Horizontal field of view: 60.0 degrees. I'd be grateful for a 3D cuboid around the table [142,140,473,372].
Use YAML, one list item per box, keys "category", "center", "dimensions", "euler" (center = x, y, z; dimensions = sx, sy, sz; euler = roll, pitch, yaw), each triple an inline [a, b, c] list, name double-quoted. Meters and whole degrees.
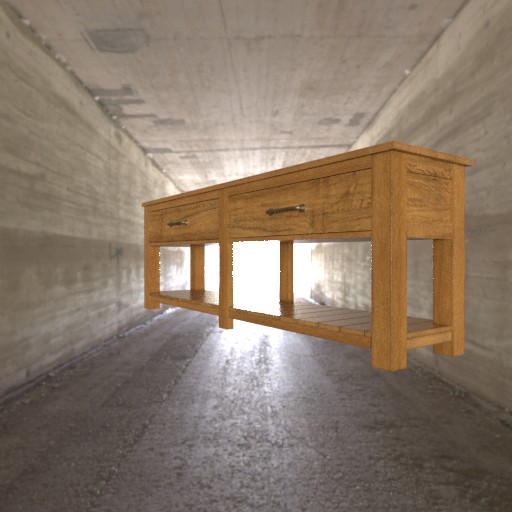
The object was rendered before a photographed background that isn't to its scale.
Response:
- category: "table"
  center: [0.000, 0.000, 2.051]
  dimensions: [0.425, 0.635, 1.815]
  euler: [0, 0, -36]
